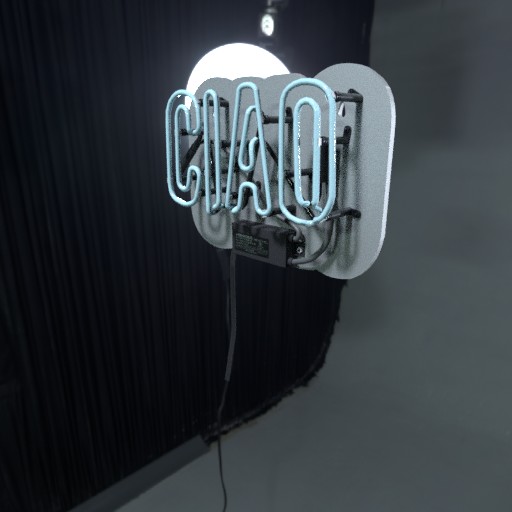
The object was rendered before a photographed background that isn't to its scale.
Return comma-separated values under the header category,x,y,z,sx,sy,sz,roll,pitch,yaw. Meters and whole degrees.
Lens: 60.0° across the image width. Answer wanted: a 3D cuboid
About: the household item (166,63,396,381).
category,x,y,z,sx,sy,sz,roll,pitch,yaw
household item,0.000,0.000,0.376,0.211,0.294,0.042,16,23,41
